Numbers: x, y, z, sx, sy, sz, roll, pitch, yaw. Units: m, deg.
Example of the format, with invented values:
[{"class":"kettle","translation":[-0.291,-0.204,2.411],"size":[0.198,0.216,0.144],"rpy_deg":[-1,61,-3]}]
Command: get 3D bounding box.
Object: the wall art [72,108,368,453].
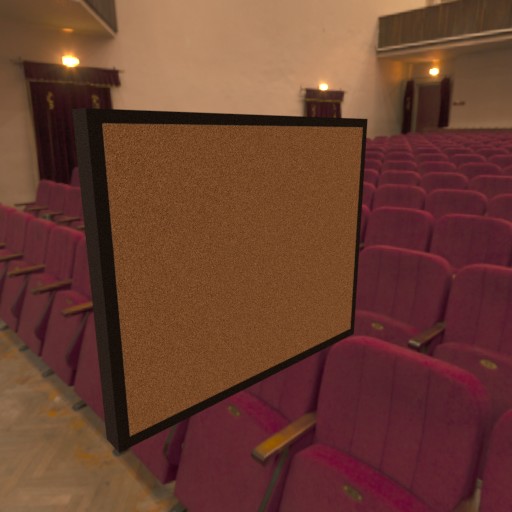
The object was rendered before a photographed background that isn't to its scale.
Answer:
[{"class":"wall art","translation":[0.000,0.000,0.537],"size":[0.397,0.325,0.028],"rpy_deg":[-14,21,-41]}]
